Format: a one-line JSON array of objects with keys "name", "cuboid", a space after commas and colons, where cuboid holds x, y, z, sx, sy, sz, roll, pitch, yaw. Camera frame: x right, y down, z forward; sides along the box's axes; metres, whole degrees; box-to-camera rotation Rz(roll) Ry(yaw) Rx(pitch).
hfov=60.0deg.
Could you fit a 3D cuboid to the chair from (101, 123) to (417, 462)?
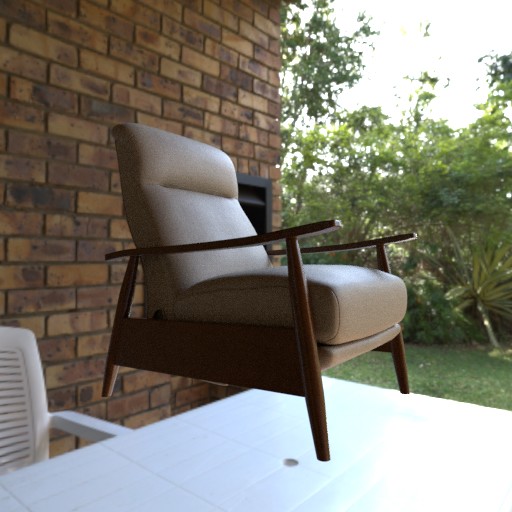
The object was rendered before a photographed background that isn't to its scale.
[{"name": "chair", "cuboid": [0.000, 0.000, 1.736, 1.030, 1.082, 0.762, 0, -1, 36]}]
